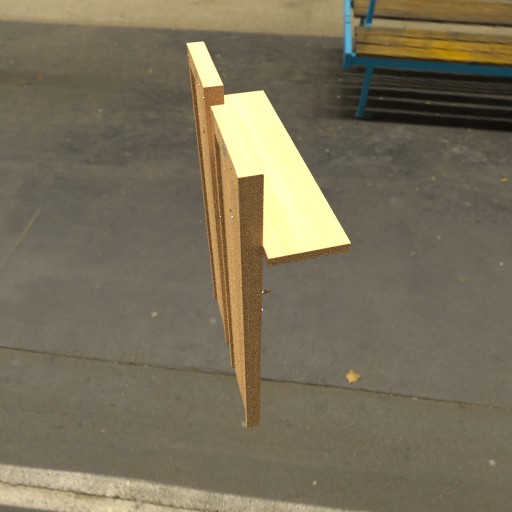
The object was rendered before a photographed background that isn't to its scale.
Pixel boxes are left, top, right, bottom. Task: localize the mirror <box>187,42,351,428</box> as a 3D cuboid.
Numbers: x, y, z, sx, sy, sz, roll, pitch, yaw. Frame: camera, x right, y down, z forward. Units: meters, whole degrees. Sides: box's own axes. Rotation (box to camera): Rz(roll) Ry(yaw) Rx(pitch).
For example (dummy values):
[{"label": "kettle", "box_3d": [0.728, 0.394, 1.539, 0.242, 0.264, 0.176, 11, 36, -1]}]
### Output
[{"label": "mirror", "box_3d": [0.000, 0.000, 1.605, 0.260, 1.250, 0.800, -11, 48, -10]}]
